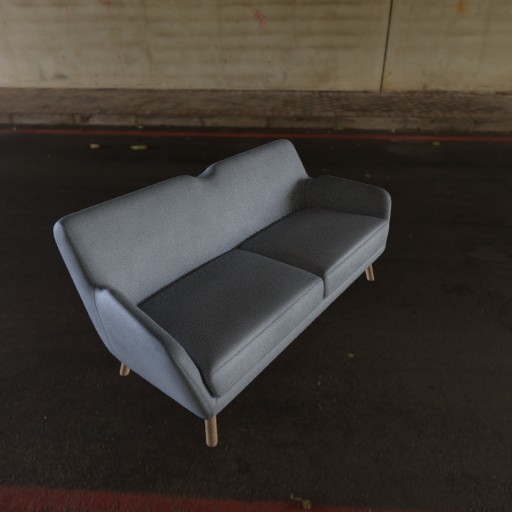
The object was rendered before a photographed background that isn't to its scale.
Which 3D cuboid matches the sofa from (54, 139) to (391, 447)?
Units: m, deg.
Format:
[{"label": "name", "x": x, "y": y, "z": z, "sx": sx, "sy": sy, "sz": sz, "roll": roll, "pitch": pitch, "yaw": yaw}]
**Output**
[{"label": "sofa", "x": 0.000, "y": 0.000, "z": 2.339, "sx": 0.850, "sy": 0.810, "sz": 1.870, "roll": 19, "pitch": 34, "yaw": 31}]
